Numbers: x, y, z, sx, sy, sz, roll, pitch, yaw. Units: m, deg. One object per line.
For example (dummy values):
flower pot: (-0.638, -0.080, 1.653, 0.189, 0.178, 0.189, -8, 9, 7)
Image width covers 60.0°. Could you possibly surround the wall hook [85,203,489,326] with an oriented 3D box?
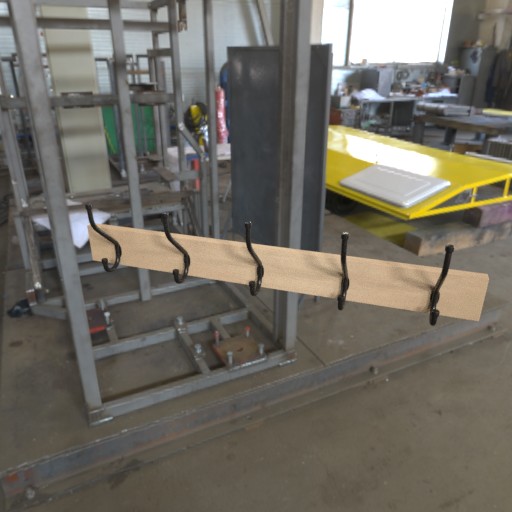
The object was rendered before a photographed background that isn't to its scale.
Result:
wall hook: (0.000, 0.000, 0.593, 0.571, 0.117, 0.071, 8, 25, 17)
